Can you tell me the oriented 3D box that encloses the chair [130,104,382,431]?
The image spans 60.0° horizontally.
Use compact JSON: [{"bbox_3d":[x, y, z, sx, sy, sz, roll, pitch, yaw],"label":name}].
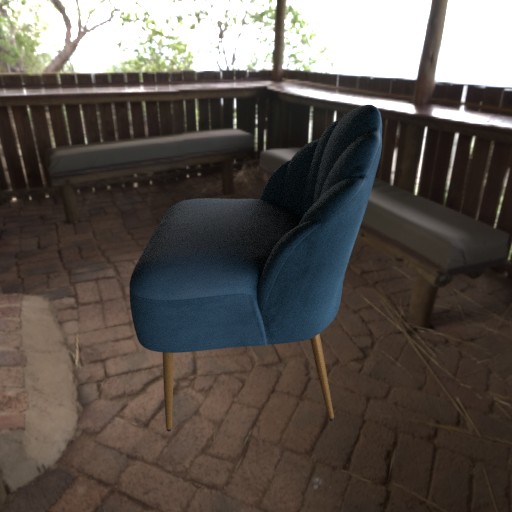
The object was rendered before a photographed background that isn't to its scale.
[{"bbox_3d":[0.000,0.000,1.261,0.599,0.819,0.657,0,25,0],"label":"chair"}]
